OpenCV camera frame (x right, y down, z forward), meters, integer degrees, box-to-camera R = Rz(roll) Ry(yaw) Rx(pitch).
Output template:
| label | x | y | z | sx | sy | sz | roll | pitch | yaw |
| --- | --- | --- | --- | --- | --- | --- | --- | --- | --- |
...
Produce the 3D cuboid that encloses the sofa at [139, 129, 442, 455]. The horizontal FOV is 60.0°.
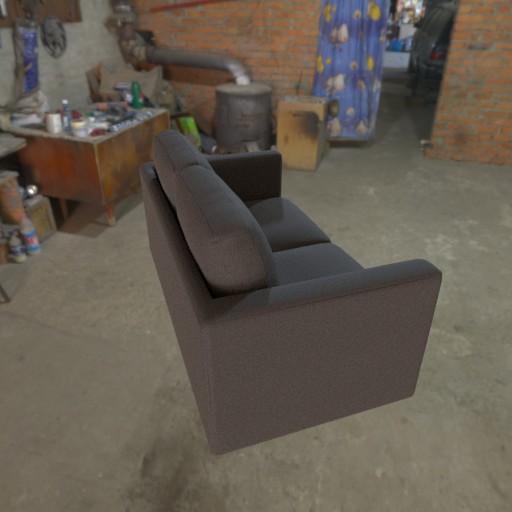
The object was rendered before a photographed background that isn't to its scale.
| label | x | y | z | sx | sy | sz | roll | pitch | yaw |
| --- | --- | --- | --- | --- | --- | --- | --- | --- | --- |
| sofa | 0.000 | 0.000 | 1.951 | 0.796 | 0.908 | 1.430 | -10 | 31 | -17 |
